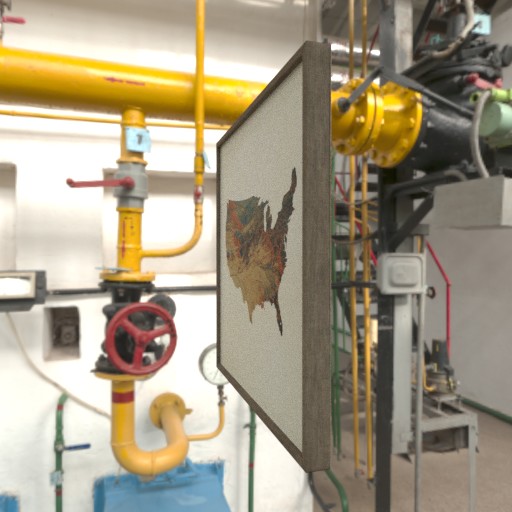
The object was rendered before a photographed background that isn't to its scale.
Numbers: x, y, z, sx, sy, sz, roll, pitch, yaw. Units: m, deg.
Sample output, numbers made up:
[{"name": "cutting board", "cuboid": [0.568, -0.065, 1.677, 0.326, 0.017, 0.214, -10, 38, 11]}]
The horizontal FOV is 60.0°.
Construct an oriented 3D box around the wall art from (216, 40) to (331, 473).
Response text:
[{"name": "wall art", "cuboid": [0.000, 0.000, 1.133, 0.050, 0.751, 0.749, 0, 0, -17]}]
